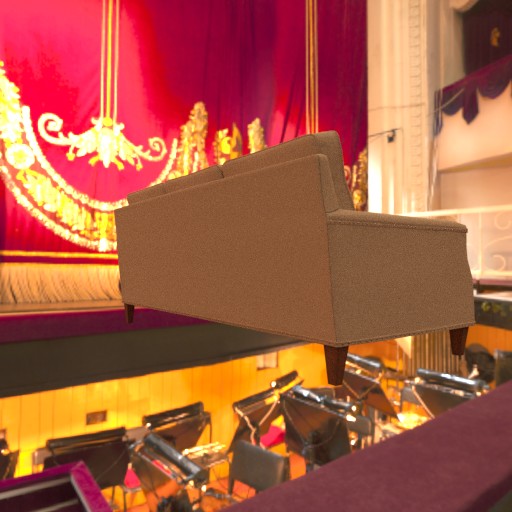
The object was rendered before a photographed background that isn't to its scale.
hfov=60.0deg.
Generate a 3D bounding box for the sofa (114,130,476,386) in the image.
[{"bbox_3d":[0.000,0.000,2.774,1.084,1.003,2.246,1,-1,-37],"label":"sofa"}]
